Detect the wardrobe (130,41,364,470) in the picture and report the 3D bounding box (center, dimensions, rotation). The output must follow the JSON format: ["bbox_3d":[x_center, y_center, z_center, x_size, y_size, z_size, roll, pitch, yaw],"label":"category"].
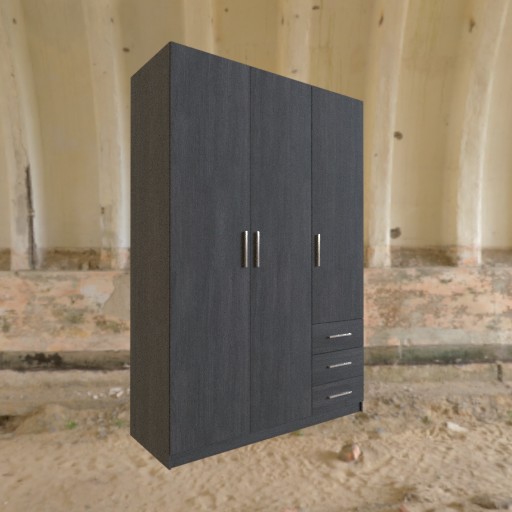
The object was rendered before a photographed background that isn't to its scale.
[{"bbox_3d":[0.000,0.000,2.541,1.290,1.910,0.510,0,0,-36],"label":"wardrobe"}]
